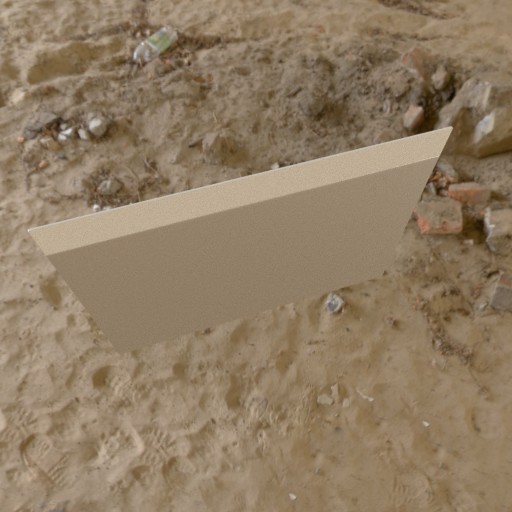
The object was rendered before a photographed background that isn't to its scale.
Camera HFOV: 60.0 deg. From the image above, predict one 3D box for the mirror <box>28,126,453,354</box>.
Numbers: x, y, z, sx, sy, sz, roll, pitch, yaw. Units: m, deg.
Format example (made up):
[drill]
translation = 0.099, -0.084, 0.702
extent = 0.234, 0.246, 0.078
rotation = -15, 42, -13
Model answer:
[mirror]
translation = 0.000, 0.000, 1.140
extent = 0.870, 0.630, 0.030
rotation = -15, 59, -10
